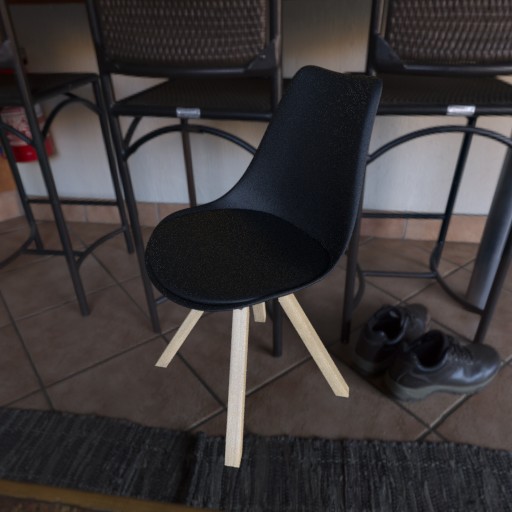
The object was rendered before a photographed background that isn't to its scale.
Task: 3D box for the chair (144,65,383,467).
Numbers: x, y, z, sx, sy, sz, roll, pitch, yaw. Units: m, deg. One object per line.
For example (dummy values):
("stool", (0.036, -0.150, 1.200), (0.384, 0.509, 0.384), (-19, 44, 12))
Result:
("chair", (0.000, 0.000, 1.143), (0.549, 0.850, 0.485), (-20, 36, -30))
